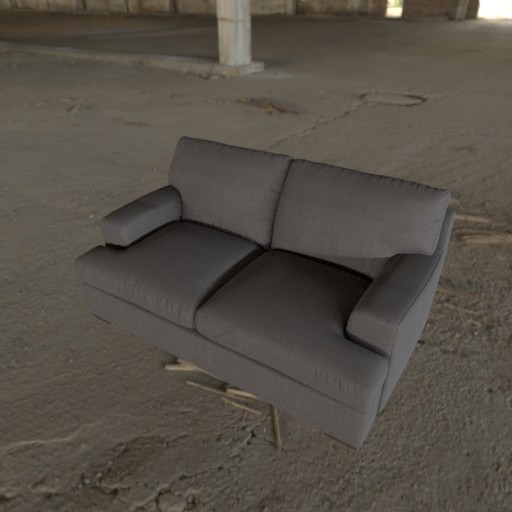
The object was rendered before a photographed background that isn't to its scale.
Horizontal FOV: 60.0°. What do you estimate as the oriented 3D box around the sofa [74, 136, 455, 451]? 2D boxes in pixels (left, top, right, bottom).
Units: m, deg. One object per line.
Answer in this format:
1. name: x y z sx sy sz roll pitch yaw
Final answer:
1. sofa: 0.000 0.000 2.520 1.880 0.940 1.143 18 36 28
